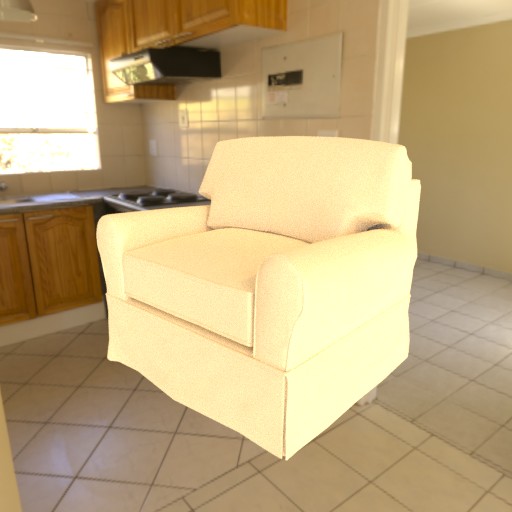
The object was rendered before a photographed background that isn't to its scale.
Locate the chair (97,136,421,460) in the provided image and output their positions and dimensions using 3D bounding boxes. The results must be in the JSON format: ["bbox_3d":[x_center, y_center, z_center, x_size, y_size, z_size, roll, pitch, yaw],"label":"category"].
[{"bbox_3d":[0.000,0.000,1.841,1.099,0.958,0.904,13,20,40],"label":"chair"}]
